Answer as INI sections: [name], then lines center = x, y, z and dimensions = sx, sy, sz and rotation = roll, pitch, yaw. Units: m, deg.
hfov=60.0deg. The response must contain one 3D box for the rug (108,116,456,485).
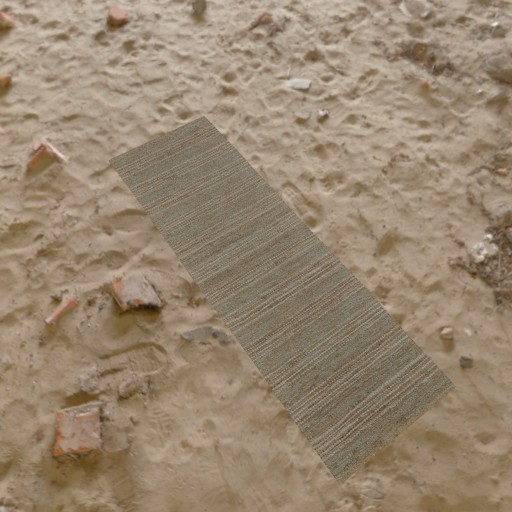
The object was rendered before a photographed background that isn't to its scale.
[rug]
center = 0.000, 0.000, 2.653
dimensions = 0.783, 0.006, 2.438
rotation = -31, 63, -17
